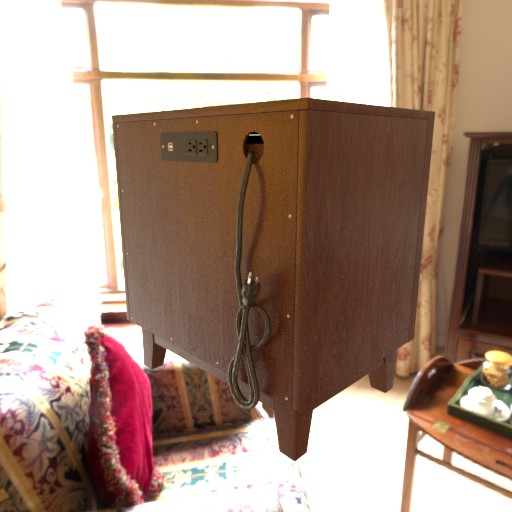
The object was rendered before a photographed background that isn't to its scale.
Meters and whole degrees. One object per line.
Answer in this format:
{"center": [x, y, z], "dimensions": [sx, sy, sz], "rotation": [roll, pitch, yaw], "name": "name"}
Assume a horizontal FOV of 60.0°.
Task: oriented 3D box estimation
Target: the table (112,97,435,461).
{"center": [0.000, 0.000, 0.991], "dimensions": [0.449, 0.609, 0.557], "rotation": [-14, 20, -43], "name": "table"}
